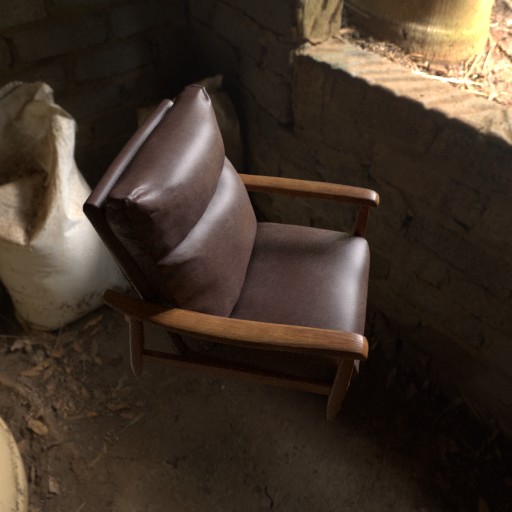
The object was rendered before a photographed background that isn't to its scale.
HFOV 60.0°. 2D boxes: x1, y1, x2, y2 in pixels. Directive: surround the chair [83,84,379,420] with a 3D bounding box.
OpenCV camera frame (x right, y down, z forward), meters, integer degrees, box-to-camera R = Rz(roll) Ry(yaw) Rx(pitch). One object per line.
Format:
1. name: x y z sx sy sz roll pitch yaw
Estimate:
1. chair: 0.000 0.000 1.565 0.830 0.897 0.782 10 48 9
